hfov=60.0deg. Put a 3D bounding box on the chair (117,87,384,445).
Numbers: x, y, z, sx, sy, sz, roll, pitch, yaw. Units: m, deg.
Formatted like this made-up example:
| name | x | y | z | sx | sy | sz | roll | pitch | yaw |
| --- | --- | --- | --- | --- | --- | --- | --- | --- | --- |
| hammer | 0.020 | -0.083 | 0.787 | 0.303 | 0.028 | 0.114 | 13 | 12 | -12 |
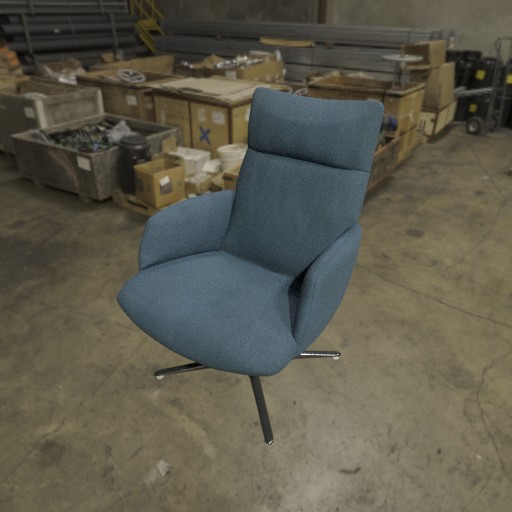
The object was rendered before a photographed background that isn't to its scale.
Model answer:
| name | x | y | z | sx | sy | sz | roll | pitch | yaw |
| --- | --- | --- | --- | --- | --- | --- | --- | --- | --- |
| chair | 0.000 | 0.000 | 1.609 | 0.711 | 1.016 | 0.889 | 19 | 35 | 30 |
